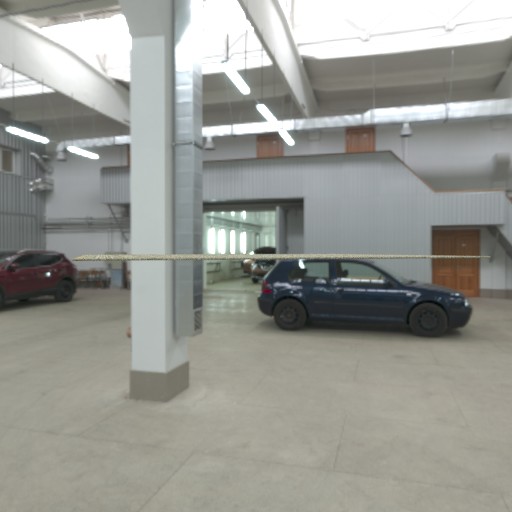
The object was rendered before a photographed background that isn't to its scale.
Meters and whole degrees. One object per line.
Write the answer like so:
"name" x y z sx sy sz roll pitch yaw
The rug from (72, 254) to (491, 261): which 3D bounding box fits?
"rug" 0.000 0.000 4.123 3.034 0.012 2.471 0 1 -19
